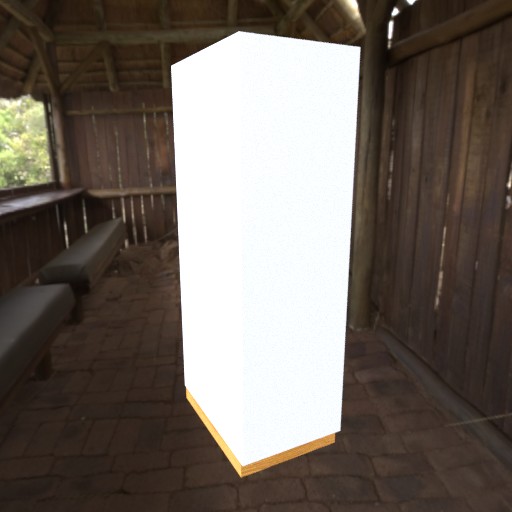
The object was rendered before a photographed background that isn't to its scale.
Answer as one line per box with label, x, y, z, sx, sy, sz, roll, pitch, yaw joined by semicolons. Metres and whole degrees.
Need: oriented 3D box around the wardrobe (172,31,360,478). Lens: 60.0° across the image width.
wardrobe;0.000;0.000;2.457;0.600;2.040;0.860;-7;16;-27
